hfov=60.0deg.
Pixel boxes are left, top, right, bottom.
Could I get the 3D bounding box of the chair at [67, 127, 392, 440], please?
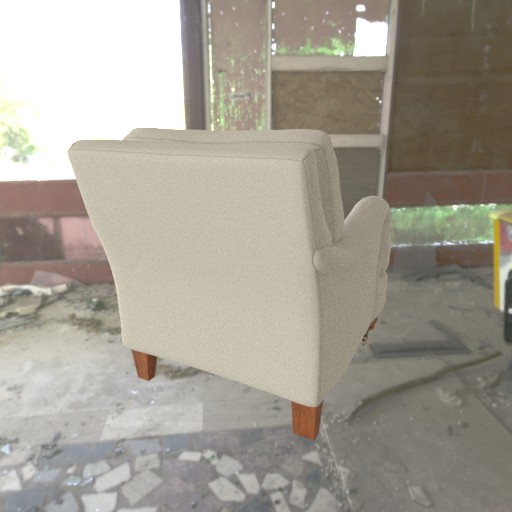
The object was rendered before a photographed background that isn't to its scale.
[{"bbox_3d":[0.000,0.000,1.854,0.955,1.038,1.070,9,20,28],"label":"chair"}]
